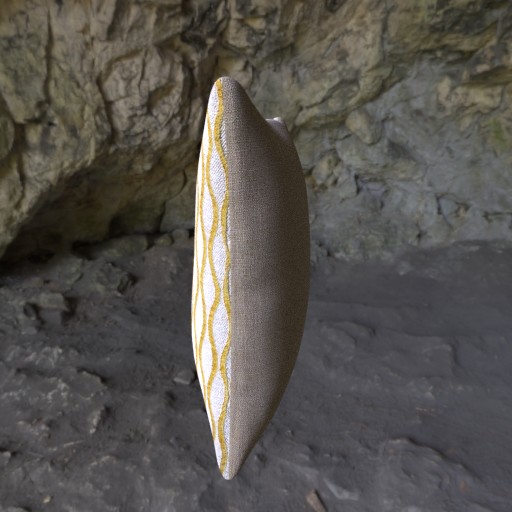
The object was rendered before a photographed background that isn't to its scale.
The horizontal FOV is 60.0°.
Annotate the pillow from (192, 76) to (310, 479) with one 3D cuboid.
[{"bbox_3d":[0.000,0.000,0.661,0.159,0.436,0.429,2,13,9],"label":"pillow"}]
